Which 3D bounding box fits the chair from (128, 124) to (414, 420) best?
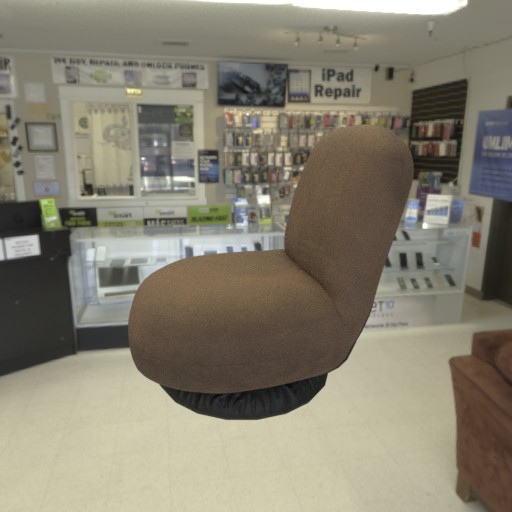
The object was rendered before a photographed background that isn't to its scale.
[{"bbox_3d":[0.000,0.000,1.042,0.597,0.594,0.521,-2,14,-9],"label":"chair"}]
